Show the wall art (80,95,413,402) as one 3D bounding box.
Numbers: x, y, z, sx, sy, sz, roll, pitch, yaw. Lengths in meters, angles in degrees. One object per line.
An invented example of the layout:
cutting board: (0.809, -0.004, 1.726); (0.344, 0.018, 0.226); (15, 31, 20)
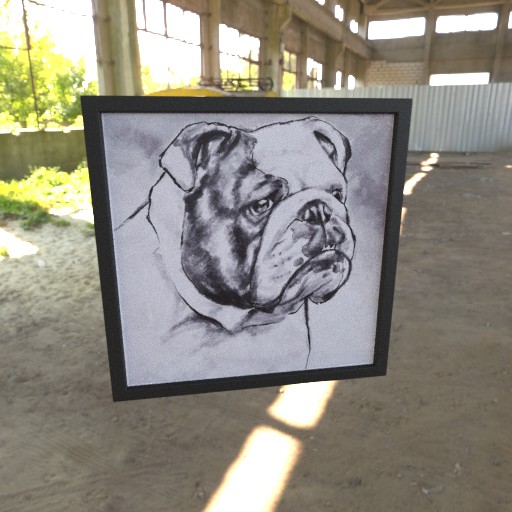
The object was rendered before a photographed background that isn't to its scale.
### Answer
wall art: (0.000, 0.000, 0.975); (0.663, 0.659, 0.016); (-3, 17, -9)
